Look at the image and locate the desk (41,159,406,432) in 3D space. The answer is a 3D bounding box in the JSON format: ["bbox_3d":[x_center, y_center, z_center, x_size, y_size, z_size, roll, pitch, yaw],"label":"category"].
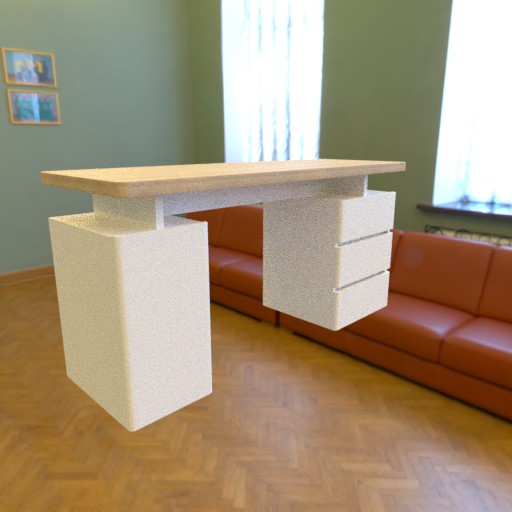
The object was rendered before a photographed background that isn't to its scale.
[{"bbox_3d":[0.000,0.000,1.893,1.500,0.755,0.550,-14,20,-43],"label":"desk"}]
